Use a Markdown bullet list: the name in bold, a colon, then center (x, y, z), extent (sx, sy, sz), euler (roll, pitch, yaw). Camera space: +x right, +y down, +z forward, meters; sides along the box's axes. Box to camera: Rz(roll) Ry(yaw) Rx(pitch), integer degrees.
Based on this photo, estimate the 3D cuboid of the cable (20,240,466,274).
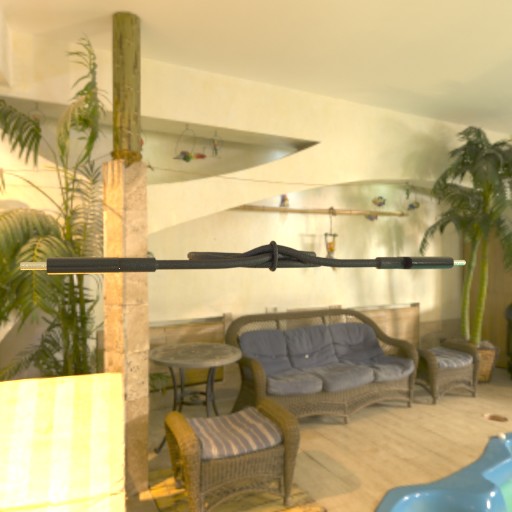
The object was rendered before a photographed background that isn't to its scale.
- **cable**: center (0.000, 0.000, 0.224), extent (0.203, 0.014, 0.070), euler (0, 0, -19)
